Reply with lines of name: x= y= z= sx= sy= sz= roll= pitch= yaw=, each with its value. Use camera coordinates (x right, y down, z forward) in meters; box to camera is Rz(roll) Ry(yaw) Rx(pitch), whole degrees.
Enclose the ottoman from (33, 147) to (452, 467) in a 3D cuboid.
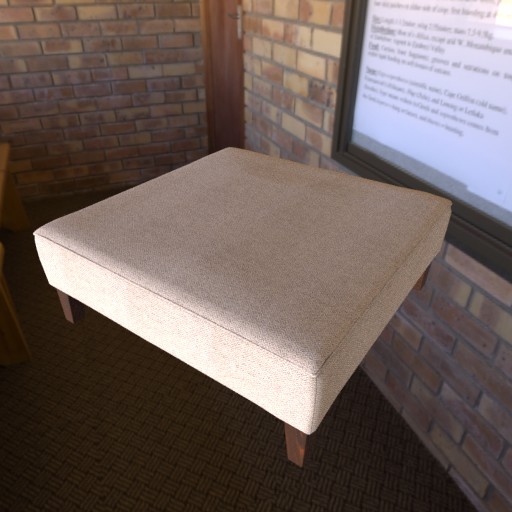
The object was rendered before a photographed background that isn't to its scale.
ottoman: x=0.000 y=0.000 z=1.499 sx=0.982 sy=0.381 sz=0.973 roll=21 pitch=38 yaw=29
